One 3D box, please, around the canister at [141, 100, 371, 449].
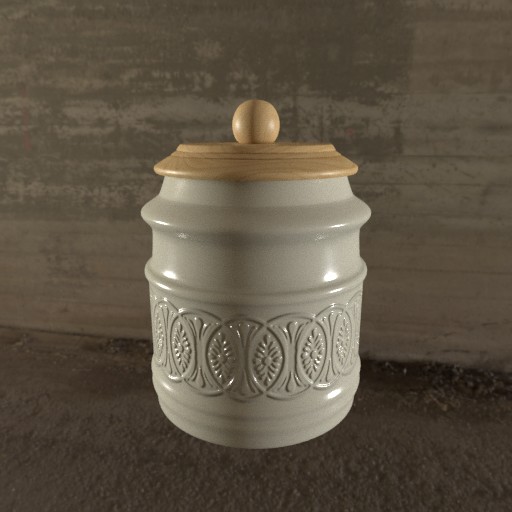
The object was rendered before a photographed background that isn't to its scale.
[{"bbox_3d":[0.000,0.000,0.265,0.130,0.176,0.130,0,15,0],"label":"canister"}]
